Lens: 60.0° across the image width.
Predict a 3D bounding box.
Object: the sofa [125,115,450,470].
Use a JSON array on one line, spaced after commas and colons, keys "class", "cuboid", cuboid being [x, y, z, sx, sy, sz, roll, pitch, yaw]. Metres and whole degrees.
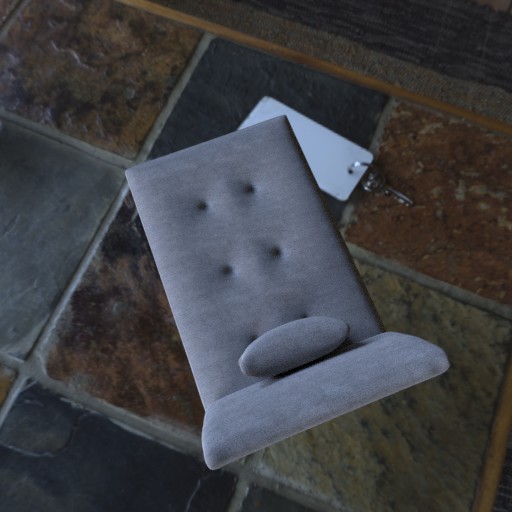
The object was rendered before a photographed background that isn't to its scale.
[{"class": "sofa", "cuboid": [0.000, 0.000, 2.022, 0.930, 0.820, 1.450, -21, 76, -5]}]
